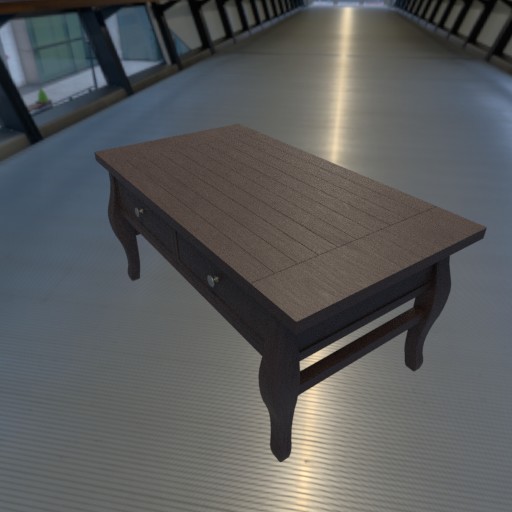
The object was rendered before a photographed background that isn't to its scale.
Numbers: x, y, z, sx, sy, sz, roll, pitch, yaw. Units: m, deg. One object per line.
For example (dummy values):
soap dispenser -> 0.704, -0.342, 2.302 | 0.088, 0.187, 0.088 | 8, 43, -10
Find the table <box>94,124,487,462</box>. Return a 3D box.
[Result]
table -> 0.000, 0.000, 1.400 | 0.600, 0.494, 1.062 | -21, 38, -29
